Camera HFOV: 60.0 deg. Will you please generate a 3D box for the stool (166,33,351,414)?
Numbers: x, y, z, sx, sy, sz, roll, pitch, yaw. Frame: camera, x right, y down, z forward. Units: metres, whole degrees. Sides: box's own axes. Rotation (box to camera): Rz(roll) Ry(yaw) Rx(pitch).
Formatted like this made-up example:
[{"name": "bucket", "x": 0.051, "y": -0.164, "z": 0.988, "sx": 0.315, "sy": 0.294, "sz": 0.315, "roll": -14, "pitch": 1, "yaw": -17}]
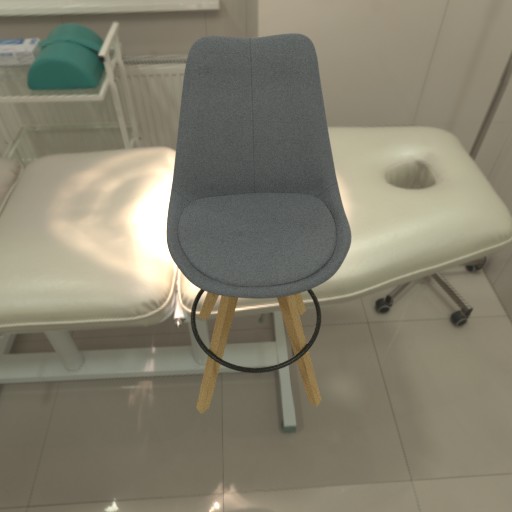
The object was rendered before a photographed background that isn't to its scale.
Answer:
[{"name": "stool", "x": 0.000, "y": 0.000, "z": 1.365, "sx": 0.485, "sy": 1.115, "sz": 0.550, "roll": -3, "pitch": 47, "yaw": -3}]
